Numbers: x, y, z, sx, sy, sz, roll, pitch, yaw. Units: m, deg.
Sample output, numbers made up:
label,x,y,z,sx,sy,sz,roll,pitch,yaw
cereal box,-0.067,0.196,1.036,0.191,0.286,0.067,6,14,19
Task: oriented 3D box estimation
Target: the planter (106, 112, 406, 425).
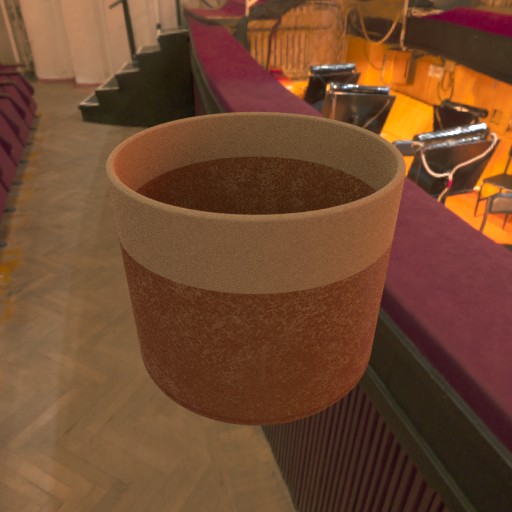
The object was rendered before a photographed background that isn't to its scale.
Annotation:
label,x,y,z,sx,sy,sz,roll,pitch,yaw
planter,0.000,0.000,0.279,0.159,0.138,0.159,0,33,0
